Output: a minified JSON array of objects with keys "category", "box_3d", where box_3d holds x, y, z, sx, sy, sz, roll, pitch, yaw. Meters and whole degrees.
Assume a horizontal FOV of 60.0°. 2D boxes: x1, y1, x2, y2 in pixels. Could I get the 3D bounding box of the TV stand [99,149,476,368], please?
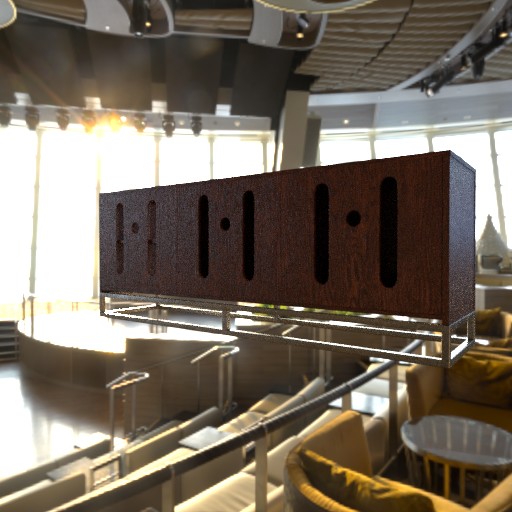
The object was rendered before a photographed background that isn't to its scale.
[{"category":"TV stand","box_3d":[0.000,0.000,1.773,1.541,0.578,0.382,1,1,36]}]
